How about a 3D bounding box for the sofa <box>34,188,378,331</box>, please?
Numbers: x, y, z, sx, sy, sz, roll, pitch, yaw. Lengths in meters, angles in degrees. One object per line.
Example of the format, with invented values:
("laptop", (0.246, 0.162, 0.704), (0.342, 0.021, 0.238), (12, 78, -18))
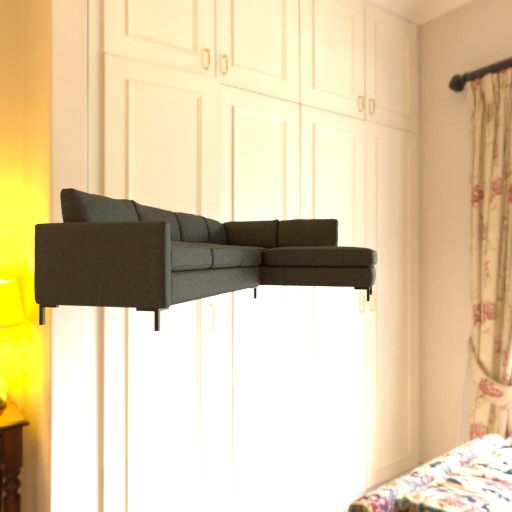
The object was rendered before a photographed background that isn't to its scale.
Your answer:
("sofa", (0.000, 0.000, 3.842), (1.984, 0.858, 2.972), (0, 0, 16))
